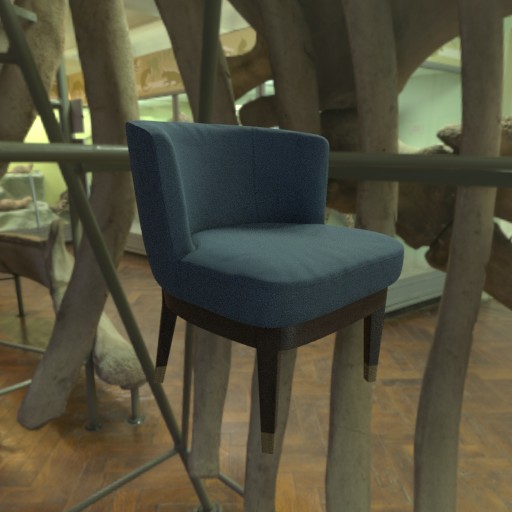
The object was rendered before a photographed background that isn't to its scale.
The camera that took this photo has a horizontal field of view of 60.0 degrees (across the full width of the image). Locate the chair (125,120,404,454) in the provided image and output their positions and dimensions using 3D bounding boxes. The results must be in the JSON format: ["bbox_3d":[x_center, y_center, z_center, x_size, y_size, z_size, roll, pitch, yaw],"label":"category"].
[{"bbox_3d":[0.000,0.000,1.268,0.702,0.760,0.661,13,18,43],"label":"chair"}]
